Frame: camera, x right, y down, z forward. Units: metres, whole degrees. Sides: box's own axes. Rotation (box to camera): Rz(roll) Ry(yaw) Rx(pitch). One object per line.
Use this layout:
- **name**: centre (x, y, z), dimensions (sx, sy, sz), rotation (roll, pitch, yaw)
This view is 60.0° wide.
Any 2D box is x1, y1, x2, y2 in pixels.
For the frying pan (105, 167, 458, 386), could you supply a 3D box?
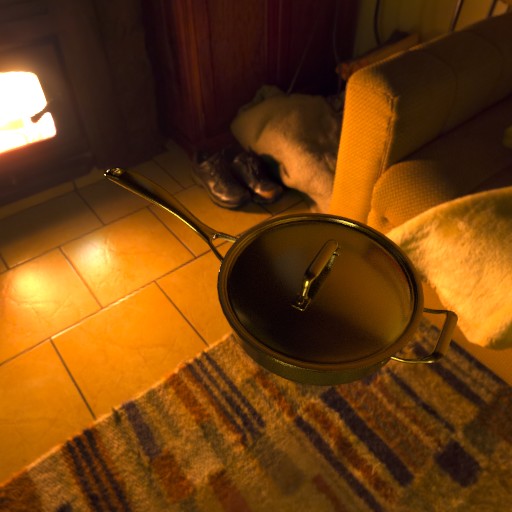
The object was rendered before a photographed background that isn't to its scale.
- **frying pan**: centre (0.000, 0.000, 0.650), dimensions (0.561, 0.114, 0.280), rotation (24, 51, 21)
